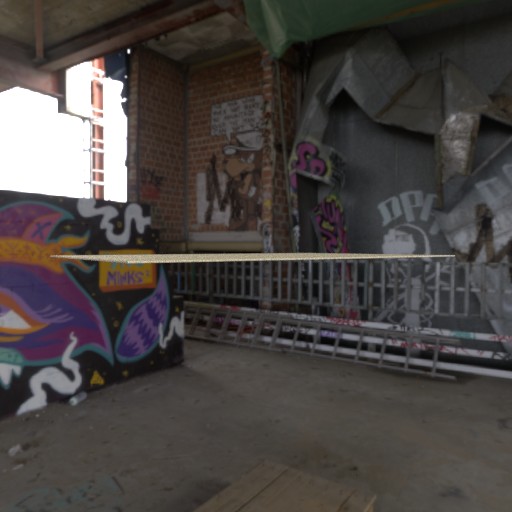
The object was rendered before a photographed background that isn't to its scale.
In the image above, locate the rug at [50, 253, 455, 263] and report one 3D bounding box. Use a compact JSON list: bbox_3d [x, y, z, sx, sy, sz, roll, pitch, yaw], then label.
[{"bbox_3d":[0.000,0.000,2.279,1.747,0.006,1.143,-1,1,-36],"label":"rug"}]
